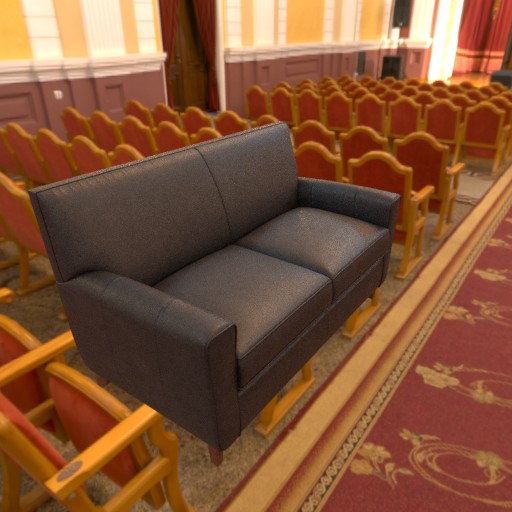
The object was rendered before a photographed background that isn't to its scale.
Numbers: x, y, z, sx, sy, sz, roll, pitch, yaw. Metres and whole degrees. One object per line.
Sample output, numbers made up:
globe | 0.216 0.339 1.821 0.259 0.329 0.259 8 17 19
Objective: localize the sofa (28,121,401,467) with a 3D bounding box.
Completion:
sofa | 0.000 0.000 1.963 0.787 0.871 1.473 19 33 32
